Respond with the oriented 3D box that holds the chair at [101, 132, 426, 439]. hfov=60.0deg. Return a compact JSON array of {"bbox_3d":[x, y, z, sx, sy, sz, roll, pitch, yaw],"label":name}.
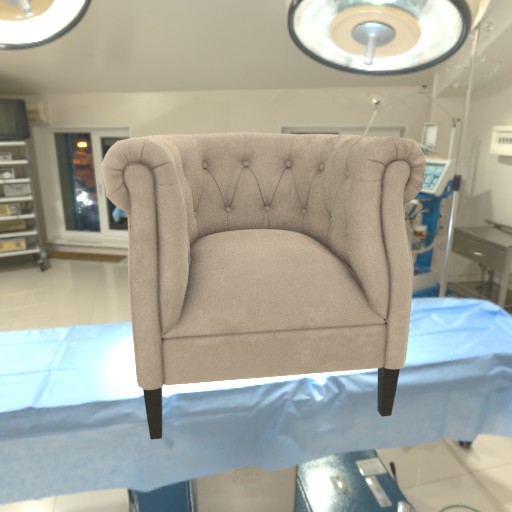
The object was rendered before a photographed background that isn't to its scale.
[{"bbox_3d":[0.000,0.000,1.557,0.904,0.826,0.851,-2,17,-8],"label":"chair"}]
